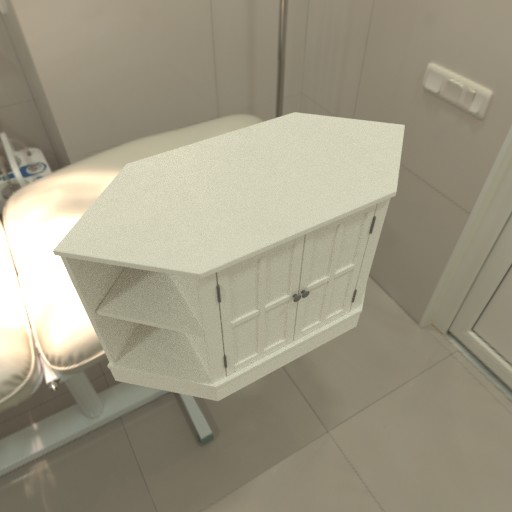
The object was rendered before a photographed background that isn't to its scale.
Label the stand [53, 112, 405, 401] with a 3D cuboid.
[{"bbox_3d":[0.000,0.000,1.412,1.072,0.614,0.477,-23,51,-20],"label":"stand"}]
